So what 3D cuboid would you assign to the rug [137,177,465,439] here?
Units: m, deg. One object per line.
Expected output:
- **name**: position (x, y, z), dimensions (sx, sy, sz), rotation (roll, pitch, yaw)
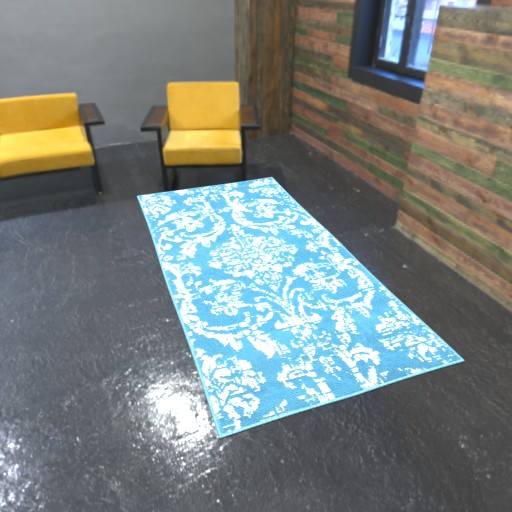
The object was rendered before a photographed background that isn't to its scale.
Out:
- **rug**: position (0.000, 0.000, 1.442), dimensions (0.604, 0.007, 1.219), rotation (-11, 34, -17)
